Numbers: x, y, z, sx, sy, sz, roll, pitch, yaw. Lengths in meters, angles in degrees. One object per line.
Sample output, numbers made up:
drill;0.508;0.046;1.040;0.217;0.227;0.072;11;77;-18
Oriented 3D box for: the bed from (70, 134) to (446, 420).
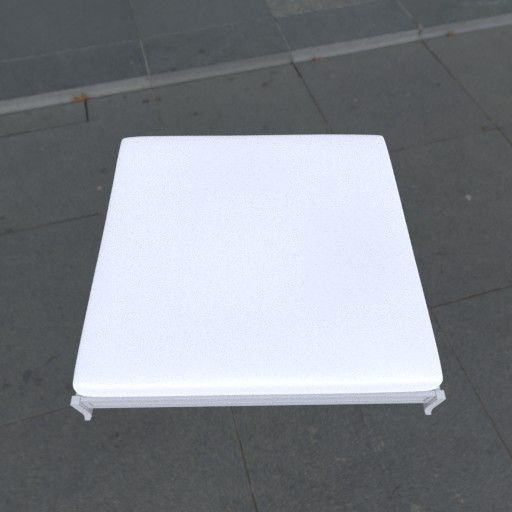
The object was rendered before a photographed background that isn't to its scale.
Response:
bed;0.000;0.000;3.020;2.108;0.510;2.007;-1;58;0
